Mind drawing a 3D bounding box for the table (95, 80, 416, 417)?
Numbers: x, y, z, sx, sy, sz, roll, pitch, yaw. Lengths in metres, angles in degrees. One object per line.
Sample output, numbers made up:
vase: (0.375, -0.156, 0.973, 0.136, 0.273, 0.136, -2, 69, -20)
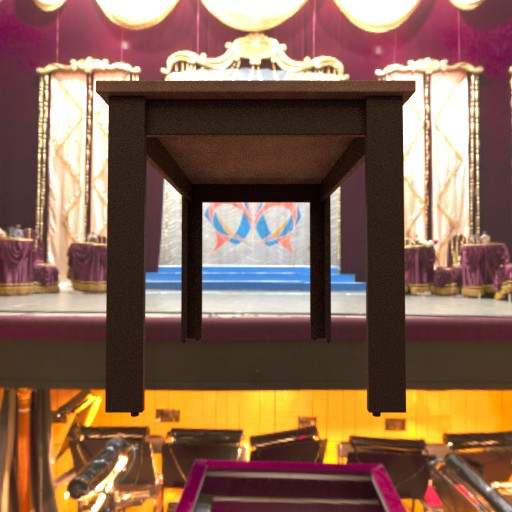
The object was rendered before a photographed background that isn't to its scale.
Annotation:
table: (0.000, 0.000, 1.505, 0.700, 0.734, 1.100, 0, -2, 0)
